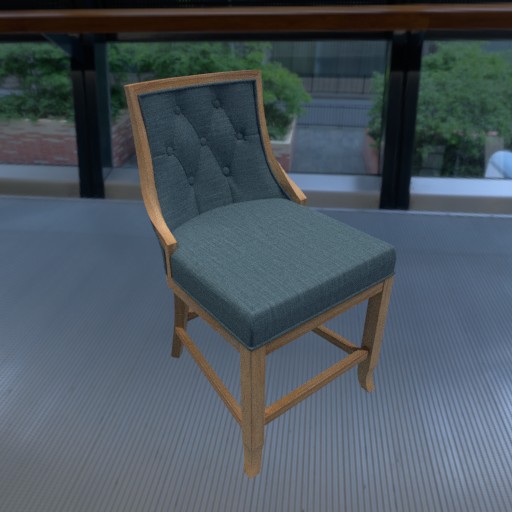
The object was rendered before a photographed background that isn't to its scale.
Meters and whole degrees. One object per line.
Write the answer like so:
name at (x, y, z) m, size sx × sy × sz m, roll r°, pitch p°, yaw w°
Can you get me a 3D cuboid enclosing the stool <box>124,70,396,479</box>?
stool at (0.000, 0.000, 1.319) m, size 0.524 × 0.938 × 0.626 m, roll -22°, pitch 37°, yaw -32°
